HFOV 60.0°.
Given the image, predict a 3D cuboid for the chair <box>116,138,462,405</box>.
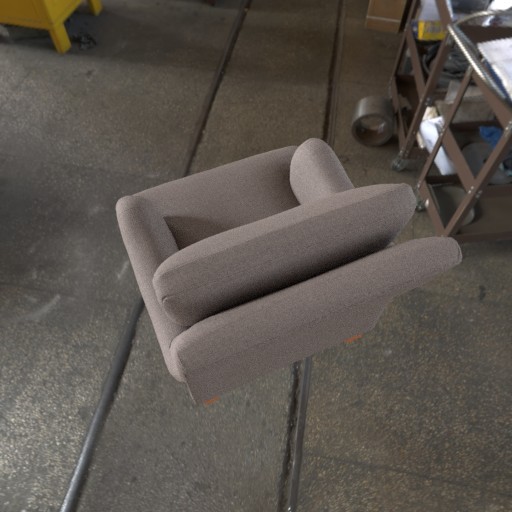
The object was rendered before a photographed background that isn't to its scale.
[{"bbox_3d":[0.000,0.000,1.836,0.955,1.038,1.070,-20,59,-13],"label":"chair"}]
